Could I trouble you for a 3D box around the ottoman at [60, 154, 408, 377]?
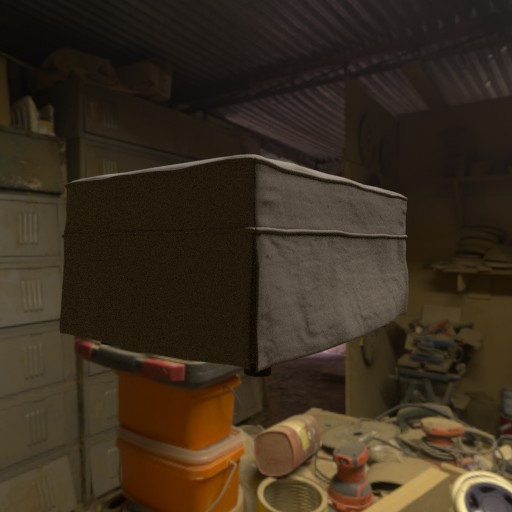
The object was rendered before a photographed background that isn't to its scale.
[{"bbox_3d":[0.000,0.000,1.358,0.703,0.479,0.944,1,2,36],"label":"ottoman"}]
